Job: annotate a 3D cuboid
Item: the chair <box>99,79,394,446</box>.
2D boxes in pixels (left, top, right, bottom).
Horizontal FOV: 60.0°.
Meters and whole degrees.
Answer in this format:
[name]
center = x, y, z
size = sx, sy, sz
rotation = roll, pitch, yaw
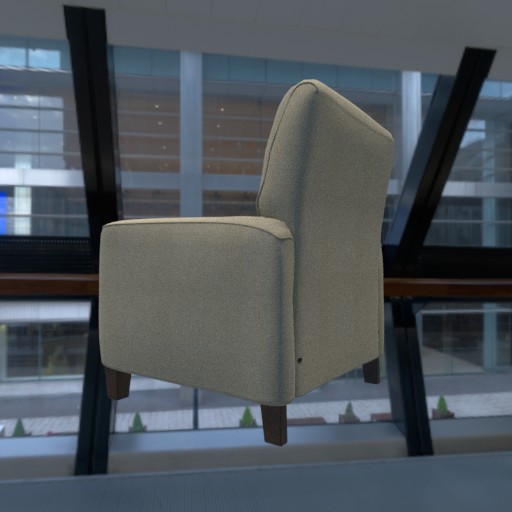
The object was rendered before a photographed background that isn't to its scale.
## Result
[chair]
center = 0.000, 0.000, 1.657
size = 0.853, 1.006, 0.850
rotation = 0, -1, 35
